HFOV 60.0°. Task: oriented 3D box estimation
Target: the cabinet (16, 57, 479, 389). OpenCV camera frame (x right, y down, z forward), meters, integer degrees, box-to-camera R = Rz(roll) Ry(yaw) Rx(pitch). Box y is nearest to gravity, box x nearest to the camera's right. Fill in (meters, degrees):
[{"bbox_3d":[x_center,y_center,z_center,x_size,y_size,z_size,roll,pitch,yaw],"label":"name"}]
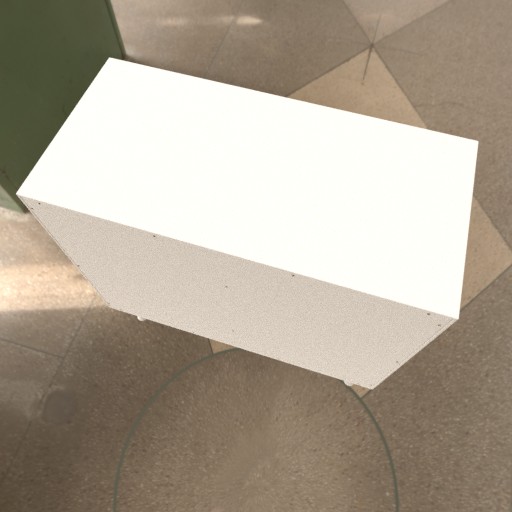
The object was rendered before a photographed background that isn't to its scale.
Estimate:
[{"bbox_3d":[0.000,0.000,1.183,0.800,0.761,0.398,16,64,8],"label":"cabinet"}]
